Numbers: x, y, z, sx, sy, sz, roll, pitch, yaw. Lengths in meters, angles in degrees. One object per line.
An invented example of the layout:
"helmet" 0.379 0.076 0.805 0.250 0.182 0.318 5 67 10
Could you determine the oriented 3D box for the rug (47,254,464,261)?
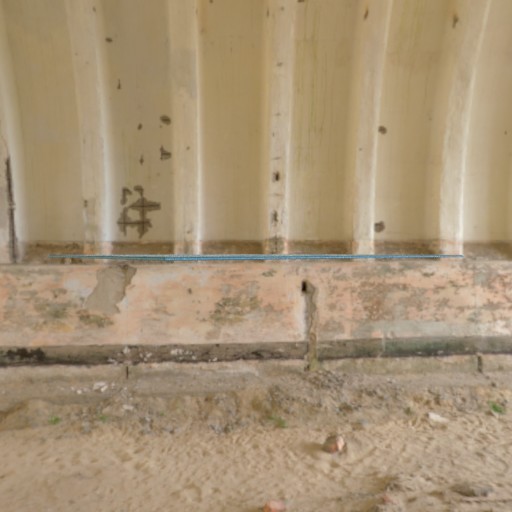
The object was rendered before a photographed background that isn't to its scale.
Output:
"rug" 0.000 0.000 3.997 2.964 0.018 2.350 0 1 -38
